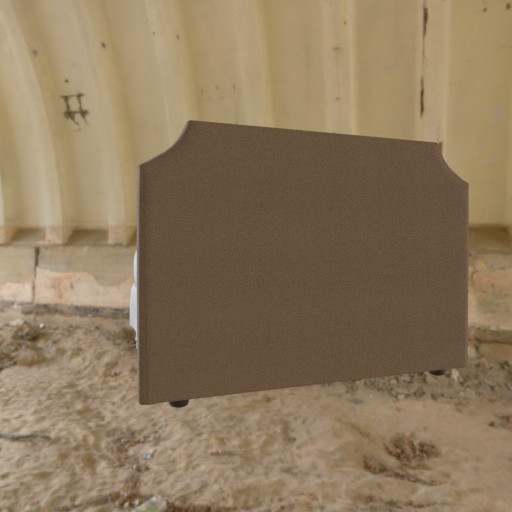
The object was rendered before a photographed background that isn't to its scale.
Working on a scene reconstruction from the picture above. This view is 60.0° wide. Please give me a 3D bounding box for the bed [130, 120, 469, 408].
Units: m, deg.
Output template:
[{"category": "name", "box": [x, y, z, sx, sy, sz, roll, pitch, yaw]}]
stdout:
[{"category": "bed", "box": [0.000, 0.000, 3.216, 1.828, 1.303, 2.164, -1, 2, -19]}]
